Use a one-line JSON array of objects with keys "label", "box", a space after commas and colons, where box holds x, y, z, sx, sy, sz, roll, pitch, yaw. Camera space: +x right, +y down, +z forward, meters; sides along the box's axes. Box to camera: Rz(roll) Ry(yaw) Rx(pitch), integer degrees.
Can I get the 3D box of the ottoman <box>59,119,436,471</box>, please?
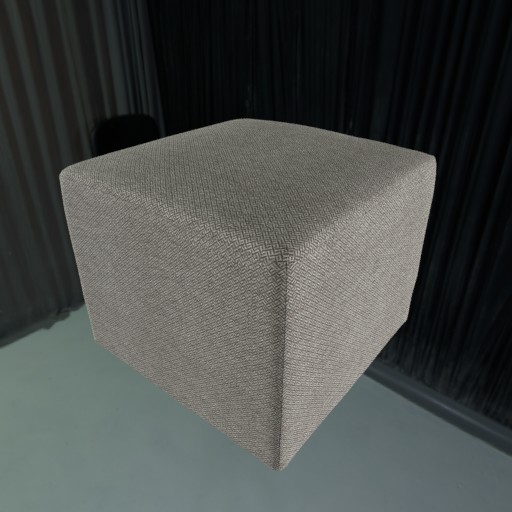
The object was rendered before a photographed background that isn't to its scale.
[{"label": "ottoman", "box": [0.000, 0.000, 0.906, 0.512, 0.453, 0.519, 22, 37, 33]}]
